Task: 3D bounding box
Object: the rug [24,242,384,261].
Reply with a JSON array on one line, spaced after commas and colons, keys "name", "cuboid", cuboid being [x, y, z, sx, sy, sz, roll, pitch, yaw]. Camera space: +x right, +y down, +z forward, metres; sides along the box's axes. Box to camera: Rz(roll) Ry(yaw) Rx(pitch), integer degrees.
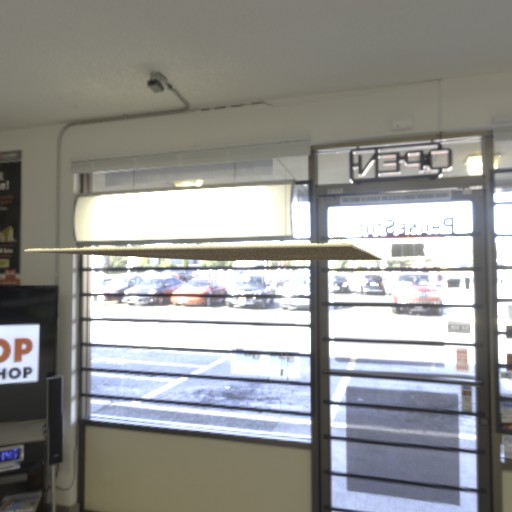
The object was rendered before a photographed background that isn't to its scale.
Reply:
[{"name": "rug", "cuboid": [0.000, 0.000, 3.493, 1.819, 0.018, 2.746, -1, -2, 19]}]
